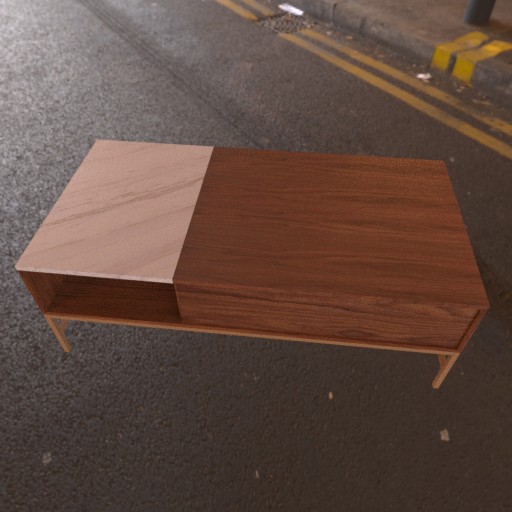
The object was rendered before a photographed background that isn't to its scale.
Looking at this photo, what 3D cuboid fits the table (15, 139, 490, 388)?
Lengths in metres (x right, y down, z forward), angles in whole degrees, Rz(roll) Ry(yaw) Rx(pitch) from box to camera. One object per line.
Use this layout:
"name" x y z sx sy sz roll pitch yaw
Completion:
"table" 0.000 0.000 1.908 1.553 0.551 0.789 5 47 4
